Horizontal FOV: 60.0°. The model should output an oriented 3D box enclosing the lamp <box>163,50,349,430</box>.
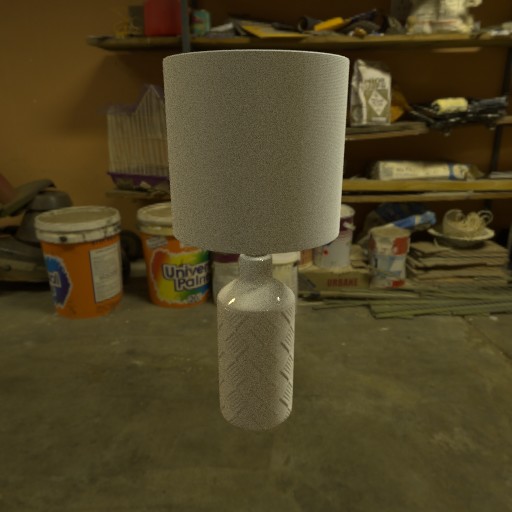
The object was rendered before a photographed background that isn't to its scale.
[{"bbox_3d":[0.000,0.000,0.572,0.207,0.461,0.207,-17,25,-42],"label":"lamp"}]
